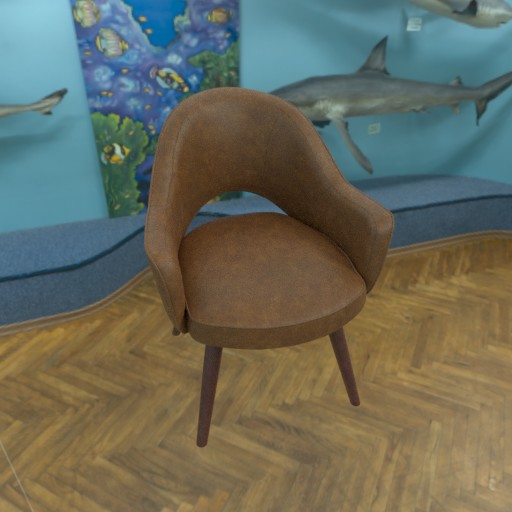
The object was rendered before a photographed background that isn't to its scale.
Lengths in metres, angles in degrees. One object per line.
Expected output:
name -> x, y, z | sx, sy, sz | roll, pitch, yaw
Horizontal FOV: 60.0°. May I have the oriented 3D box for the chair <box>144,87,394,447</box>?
chair -> 0.000, 0.000, 1.227 | 0.591, 0.777, 0.640 | -9, 33, -15
